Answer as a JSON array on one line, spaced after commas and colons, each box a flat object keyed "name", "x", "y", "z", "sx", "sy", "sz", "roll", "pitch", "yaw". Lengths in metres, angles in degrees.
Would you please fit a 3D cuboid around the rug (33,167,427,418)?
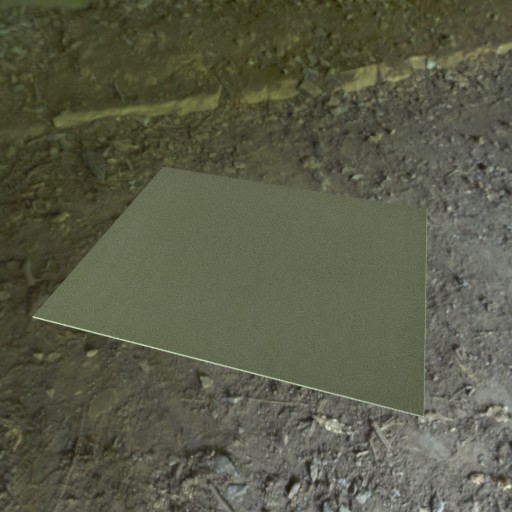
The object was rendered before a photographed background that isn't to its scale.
[{"name": "rug", "x": 0.000, "y": 0.000, "z": 3.502, "sx": 2.584, "sy": 0.011, "sz": 2.073, "roll": 11, "pitch": 43, "yaw": 12}]
